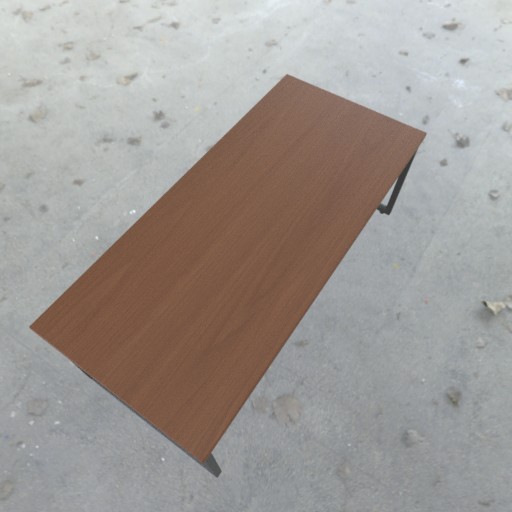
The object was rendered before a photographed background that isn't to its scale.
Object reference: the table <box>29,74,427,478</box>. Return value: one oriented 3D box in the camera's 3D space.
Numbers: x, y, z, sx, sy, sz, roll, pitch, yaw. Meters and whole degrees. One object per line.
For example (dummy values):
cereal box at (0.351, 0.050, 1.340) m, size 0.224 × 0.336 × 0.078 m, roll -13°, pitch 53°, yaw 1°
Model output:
table at (0.000, 0.000, 1.340) m, size 0.500 × 0.400 × 1.100 m, roll 30°, pitch 63°, yaw 17°
